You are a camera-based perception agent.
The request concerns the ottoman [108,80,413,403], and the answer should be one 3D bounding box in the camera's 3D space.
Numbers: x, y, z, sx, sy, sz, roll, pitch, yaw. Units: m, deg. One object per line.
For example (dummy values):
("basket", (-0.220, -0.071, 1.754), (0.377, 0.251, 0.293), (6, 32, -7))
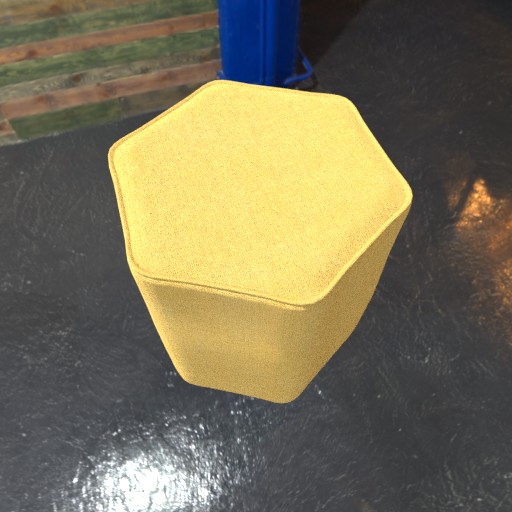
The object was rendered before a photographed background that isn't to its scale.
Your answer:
("ottoman", (0.000, 0.000, 0.894), (0.443, 0.502, 0.494), (-15, 58, -10))
